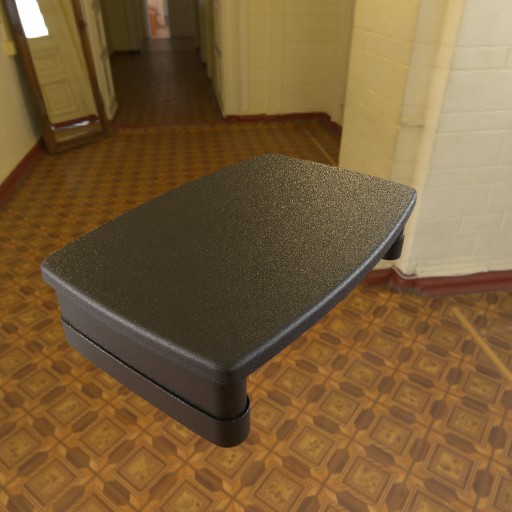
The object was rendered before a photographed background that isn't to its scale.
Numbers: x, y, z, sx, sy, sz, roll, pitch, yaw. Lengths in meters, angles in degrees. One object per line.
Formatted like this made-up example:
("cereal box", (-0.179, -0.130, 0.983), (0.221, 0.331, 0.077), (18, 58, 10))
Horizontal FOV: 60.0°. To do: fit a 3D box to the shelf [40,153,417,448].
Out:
("shelf", (0.000, 0.000, 0.527), (0.280, 0.100, 0.410), (21, 38, 30))
